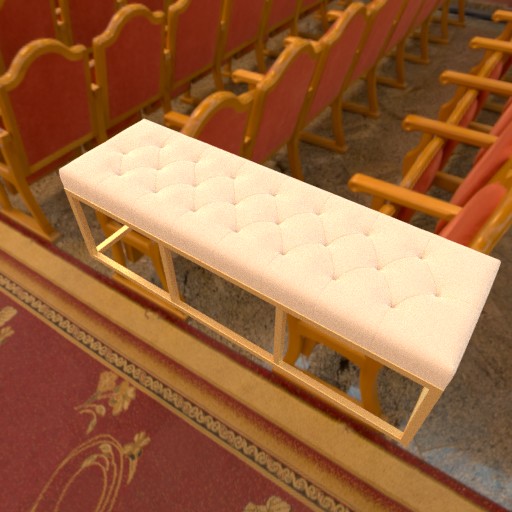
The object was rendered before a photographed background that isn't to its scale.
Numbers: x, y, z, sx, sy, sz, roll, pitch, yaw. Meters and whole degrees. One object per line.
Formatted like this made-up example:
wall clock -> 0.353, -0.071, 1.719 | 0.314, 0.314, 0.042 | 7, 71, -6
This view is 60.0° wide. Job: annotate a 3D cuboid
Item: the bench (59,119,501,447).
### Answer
bench -> 0.000, 0.000, 1.638 | 1.473, 0.484, 0.457 | 26, 52, 23
